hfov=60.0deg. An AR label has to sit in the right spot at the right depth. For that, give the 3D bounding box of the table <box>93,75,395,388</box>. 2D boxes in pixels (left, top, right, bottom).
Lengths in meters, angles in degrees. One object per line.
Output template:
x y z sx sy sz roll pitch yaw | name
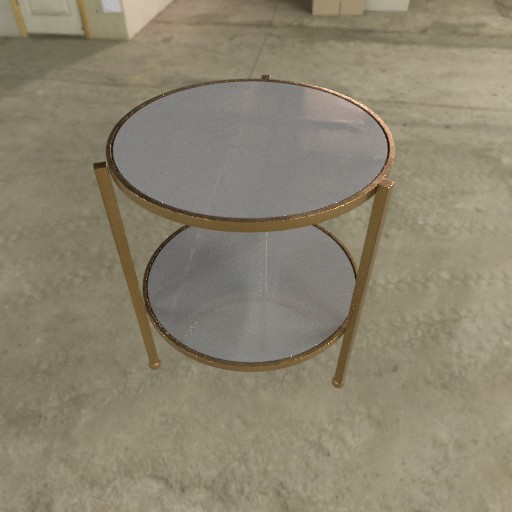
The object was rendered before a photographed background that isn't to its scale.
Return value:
0.000 0.000 0.454 0.243 0.269 0.231 27 50 26 | table
